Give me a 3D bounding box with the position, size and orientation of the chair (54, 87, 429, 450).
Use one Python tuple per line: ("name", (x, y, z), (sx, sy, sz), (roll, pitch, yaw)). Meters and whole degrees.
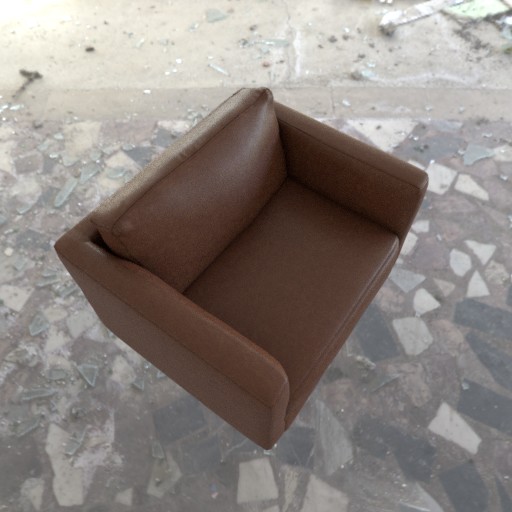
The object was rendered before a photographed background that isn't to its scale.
("chair", (0.000, 0.000, 1.829), (0.959, 0.917, 1.107), (31, 62, 19))
